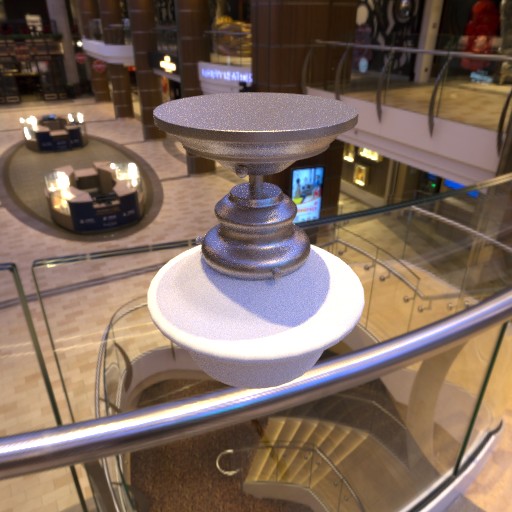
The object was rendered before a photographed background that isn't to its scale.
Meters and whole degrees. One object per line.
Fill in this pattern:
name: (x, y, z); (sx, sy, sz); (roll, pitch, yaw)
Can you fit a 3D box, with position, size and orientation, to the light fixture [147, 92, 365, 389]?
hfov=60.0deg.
light fixture: (0.000, 0.000, 0.394); (0.199, 0.254, 0.199); (0, 28, 0)
